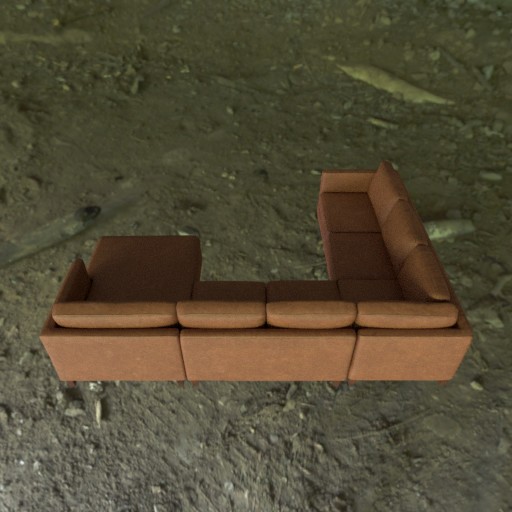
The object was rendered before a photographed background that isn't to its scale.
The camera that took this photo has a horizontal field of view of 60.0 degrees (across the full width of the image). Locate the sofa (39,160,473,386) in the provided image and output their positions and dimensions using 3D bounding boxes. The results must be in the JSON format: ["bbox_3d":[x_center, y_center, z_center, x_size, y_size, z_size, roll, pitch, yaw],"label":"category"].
[{"bbox_3d":[0.000,0.000,4.597,3.460,0.923,2.593,0,41,0],"label":"sofa"}]
